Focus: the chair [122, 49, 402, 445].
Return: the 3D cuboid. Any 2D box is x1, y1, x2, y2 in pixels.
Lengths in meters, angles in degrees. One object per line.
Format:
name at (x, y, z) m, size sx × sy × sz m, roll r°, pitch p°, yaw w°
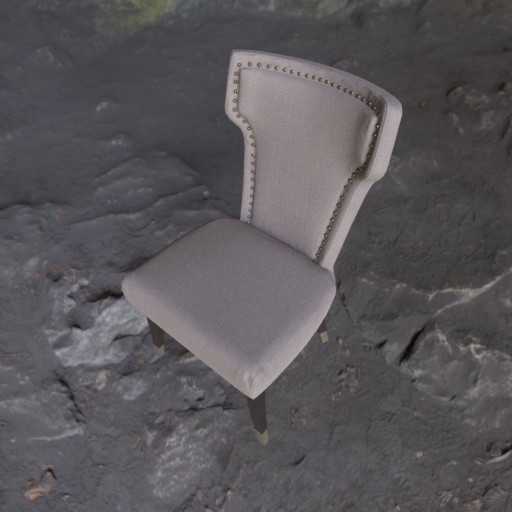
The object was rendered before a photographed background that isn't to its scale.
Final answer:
chair at (0.000, 0.000, 1.309) m, size 0.526 × 0.955 × 0.630 m, roll 31°, pitch 53°, yaw 27°
